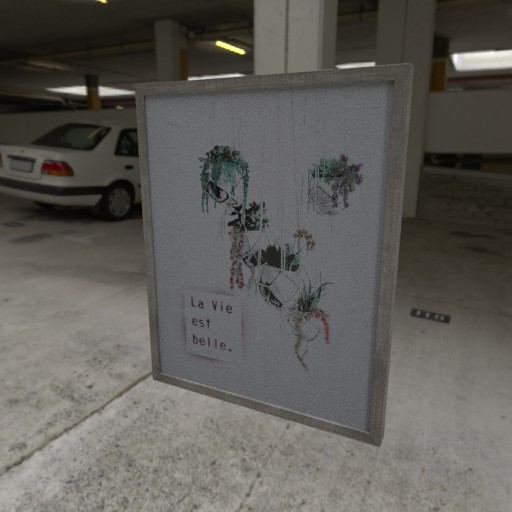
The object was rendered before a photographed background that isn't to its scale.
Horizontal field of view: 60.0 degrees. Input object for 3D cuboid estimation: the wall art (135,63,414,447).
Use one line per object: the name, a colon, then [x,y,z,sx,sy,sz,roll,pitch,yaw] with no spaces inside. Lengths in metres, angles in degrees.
wall art: [0.000,0.000,0.689,0.421,0.521,0.032,7,16,26]
